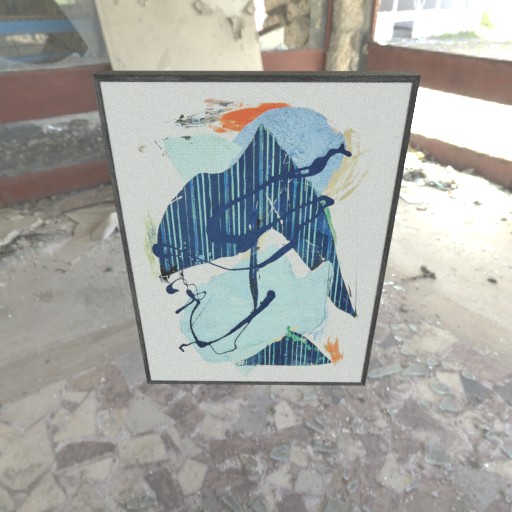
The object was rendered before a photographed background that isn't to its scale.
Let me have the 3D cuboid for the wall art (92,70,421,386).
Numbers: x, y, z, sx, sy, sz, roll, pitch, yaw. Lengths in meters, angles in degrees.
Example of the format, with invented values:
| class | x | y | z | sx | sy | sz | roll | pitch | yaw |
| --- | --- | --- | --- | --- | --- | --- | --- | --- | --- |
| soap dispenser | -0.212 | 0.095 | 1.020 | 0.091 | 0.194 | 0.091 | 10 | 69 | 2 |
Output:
| class | x | y | z | sx | sy | sz | roll | pitch | yaw |
| --- | --- | --- | --- | --- | --- | --- | --- | --- | --- |
| wall art | 0.000 | 0.000 | 1.315 | 0.762 | 1.016 | 0.063 | 0 | 31 | 1 |
